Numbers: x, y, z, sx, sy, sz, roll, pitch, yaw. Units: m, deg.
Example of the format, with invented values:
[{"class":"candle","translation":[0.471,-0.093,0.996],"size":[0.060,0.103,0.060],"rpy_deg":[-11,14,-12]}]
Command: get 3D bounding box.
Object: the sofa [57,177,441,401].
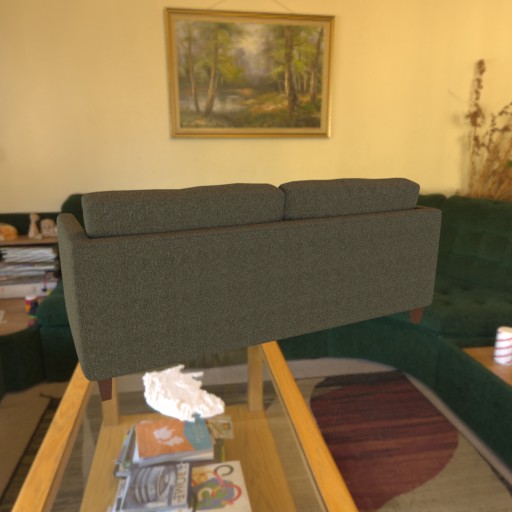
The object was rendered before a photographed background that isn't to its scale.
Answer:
[{"class":"sofa","translation":[0.000,0.000,2.775],"size":[2.208,0.965,0.948],"rpy_deg":[-7,16,-26]}]
